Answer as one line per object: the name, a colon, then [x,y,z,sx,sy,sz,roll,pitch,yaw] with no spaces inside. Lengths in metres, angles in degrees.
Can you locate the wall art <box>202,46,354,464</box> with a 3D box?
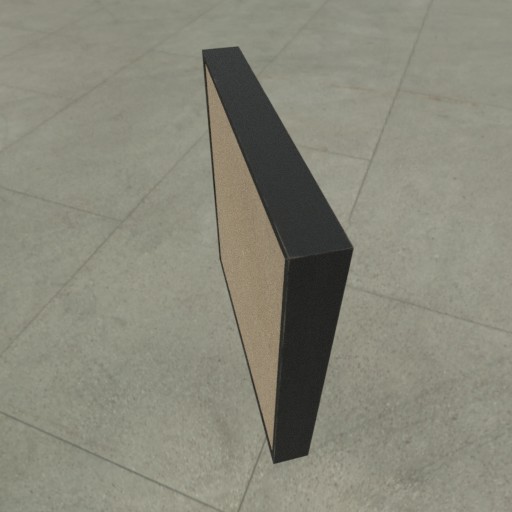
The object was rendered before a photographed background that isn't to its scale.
wall art: [0.000,0.000,0.457,0.038,0.305,0.305,-10,46,-10]
